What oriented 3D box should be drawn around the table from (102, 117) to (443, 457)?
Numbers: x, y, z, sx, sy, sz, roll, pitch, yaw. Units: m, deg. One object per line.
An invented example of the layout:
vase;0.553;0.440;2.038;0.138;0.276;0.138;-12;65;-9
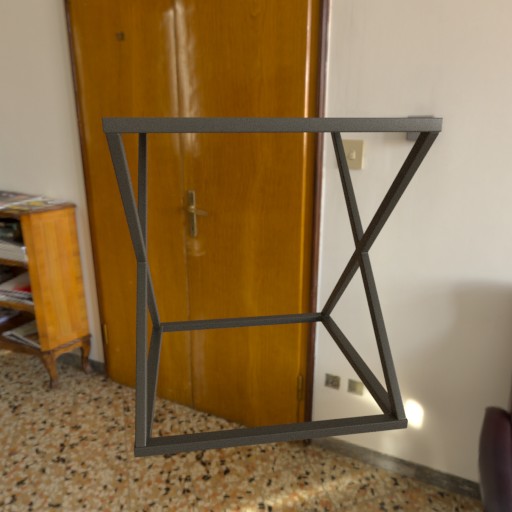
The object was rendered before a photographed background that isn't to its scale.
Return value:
table;0.000;0.000;0.954;0.500;0.565;0.500;-3;17;-8
